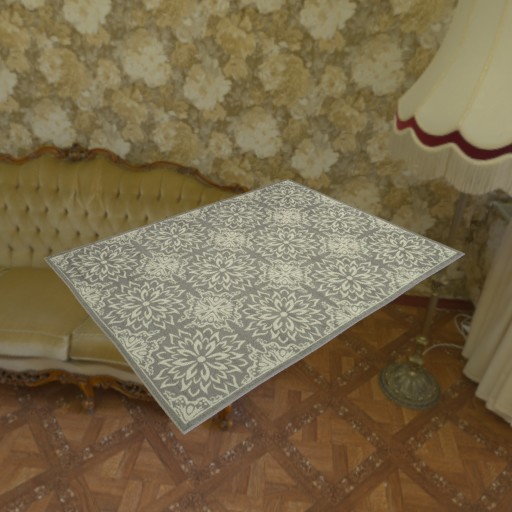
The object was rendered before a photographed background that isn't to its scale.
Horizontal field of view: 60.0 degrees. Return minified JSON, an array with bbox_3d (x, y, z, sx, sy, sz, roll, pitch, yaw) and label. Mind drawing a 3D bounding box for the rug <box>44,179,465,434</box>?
[{"bbox_3d":[0.000,0.000,3.996,2.980,0.012,2.363,-23,39,-33],"label":"rug"}]
